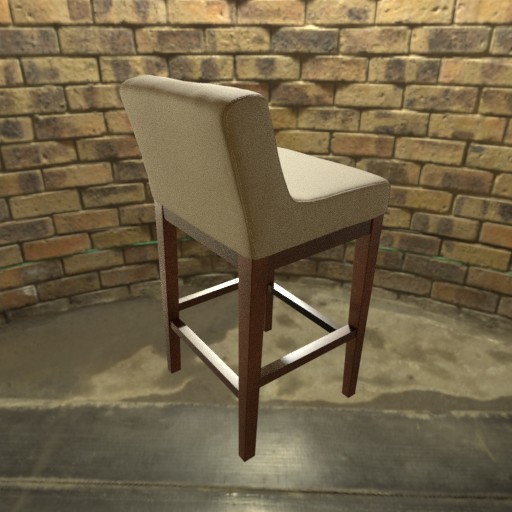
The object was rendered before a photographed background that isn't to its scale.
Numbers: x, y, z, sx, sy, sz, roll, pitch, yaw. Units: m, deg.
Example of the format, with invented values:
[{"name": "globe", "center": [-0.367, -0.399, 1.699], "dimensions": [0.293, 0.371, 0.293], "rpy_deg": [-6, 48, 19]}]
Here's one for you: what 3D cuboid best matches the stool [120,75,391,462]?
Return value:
[{"name": "stool", "center": [0.000, 0.000, 1.246], "dimensions": [0.500, 0.937, 0.511], "rpy_deg": [-18, 31, -32]}]
